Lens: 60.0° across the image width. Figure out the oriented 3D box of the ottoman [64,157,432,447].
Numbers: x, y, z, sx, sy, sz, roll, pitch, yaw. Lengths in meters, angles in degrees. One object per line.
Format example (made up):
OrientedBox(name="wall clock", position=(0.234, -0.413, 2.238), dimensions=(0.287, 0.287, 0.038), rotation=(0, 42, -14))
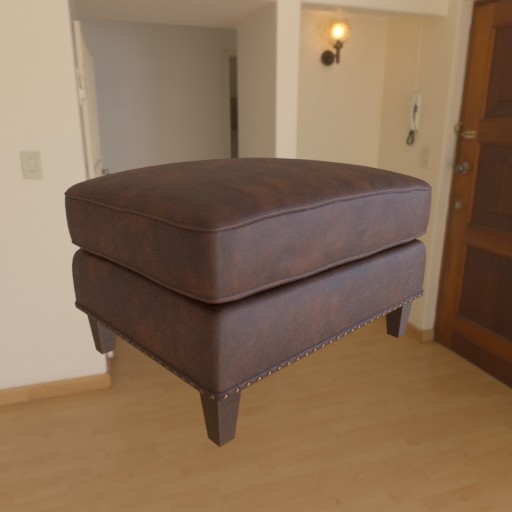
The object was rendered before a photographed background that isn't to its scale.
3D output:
OrientedBox(name="ottoman", position=(0.000, 0.000, 1.139), dimensions=(0.742, 0.486, 0.586), rotation=(-15, 22, -42))
